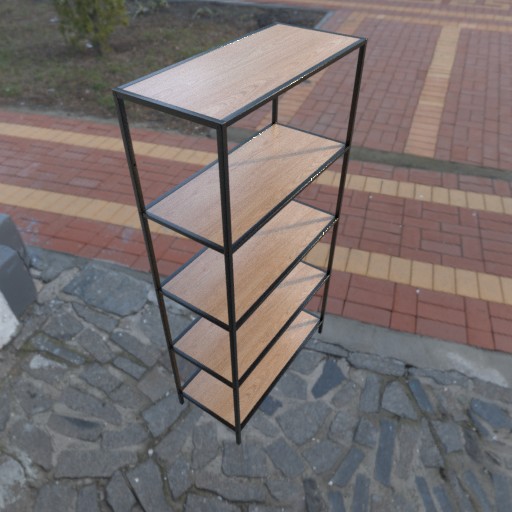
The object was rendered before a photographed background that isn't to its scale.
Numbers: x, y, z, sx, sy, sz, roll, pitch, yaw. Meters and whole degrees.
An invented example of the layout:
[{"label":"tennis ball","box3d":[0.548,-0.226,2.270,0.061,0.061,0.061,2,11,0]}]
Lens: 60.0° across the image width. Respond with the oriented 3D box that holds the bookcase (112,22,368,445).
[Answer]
[{"label":"bookcase","box3d":[0.000,0.000,1.770,0.350,1.500,0.770,25,47,25]}]
